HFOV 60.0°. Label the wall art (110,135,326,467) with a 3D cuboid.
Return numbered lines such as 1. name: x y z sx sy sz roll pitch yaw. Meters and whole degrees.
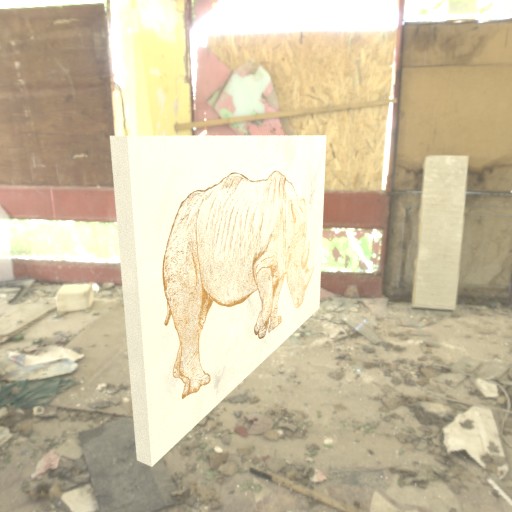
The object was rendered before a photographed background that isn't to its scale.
1. wall art: 0.000 0.000 1.164 0.038 0.610 0.915 8 17 27
